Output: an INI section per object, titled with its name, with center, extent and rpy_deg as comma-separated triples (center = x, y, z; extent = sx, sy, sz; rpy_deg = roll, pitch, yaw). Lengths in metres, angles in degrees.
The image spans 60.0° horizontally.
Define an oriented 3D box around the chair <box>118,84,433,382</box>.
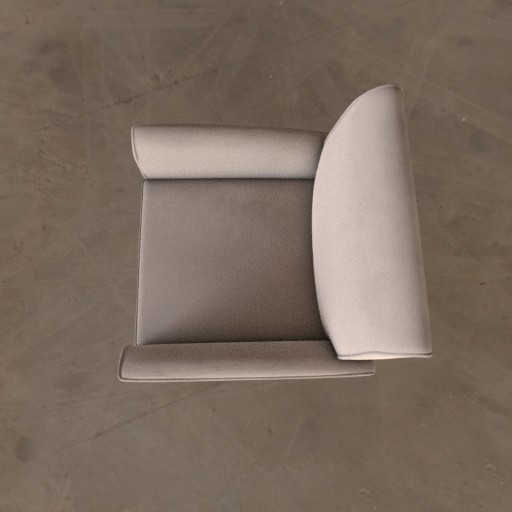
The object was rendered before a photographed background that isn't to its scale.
[chair]
center = 0.000, 0.000, 1.534
extent = 0.821, 0.915, 0.820
rpy_deg = -1, 76, 0
